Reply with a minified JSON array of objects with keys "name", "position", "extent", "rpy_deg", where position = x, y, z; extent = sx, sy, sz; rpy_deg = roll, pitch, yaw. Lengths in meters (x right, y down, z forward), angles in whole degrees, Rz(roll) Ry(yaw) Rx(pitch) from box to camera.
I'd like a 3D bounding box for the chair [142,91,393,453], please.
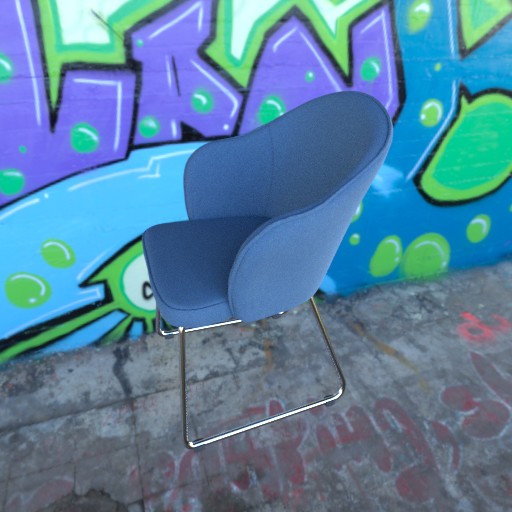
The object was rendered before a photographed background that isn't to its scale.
[{"name":"chair","position":[0.000,0.000,1.212],"extent":[0.585,0.815,0.570],"rpy_deg":[-10,32,-16]}]
